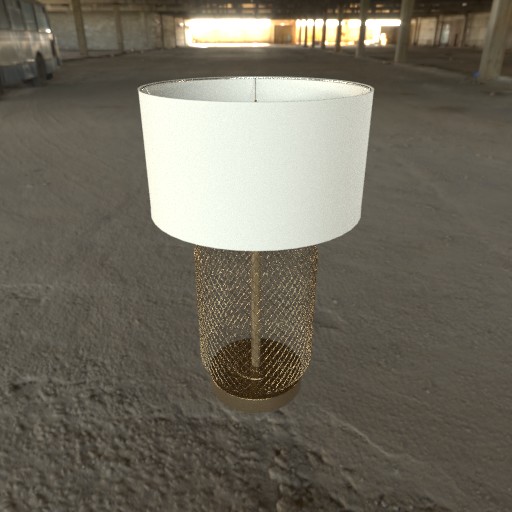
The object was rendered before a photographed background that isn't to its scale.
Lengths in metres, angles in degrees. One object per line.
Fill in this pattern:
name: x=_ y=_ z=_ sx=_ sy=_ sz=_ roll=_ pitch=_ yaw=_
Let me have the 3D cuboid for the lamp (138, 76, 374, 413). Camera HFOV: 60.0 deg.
lamp: x=0.000 y=0.000 z=0.805 sx=0.353 sy=0.578 sz=0.353 roll=0 pitch=27 yaw=0
